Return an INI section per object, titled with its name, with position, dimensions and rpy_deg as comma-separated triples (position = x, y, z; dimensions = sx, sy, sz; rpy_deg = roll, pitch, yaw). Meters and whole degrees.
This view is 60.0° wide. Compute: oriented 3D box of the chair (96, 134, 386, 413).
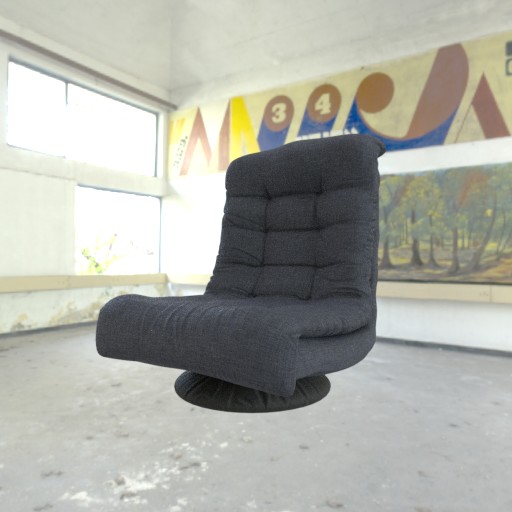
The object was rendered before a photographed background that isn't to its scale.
[chair]
position = 0.000, 0.000, 1.233
dimensions = 0.597, 0.749, 0.668
rpy_deg = 0, 0, 35
